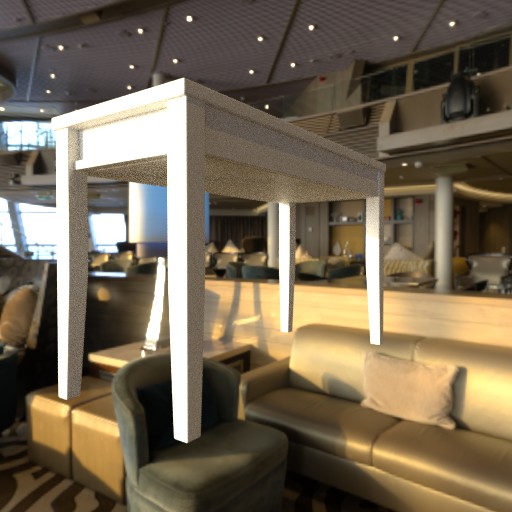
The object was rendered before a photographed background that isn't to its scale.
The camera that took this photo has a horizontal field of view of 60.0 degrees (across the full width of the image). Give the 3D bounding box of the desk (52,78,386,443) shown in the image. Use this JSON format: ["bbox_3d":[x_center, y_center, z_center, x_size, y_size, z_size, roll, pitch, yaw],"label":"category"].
[{"bbox_3d":[0.000,0.000,1.573,0.508,0.775,1.220,1,2,36],"label":"desk"}]
